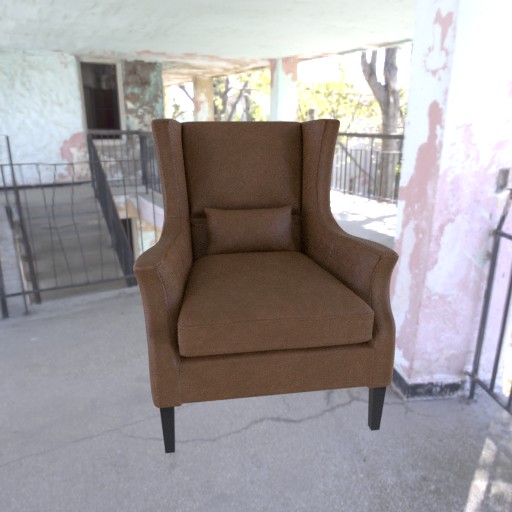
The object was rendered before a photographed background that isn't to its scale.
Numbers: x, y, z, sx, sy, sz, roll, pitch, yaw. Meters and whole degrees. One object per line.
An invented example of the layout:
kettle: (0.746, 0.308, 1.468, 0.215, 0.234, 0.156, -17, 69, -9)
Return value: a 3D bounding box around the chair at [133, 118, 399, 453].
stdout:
chair: (0.000, 0.000, 1.714, 0.852, 1.016, 0.925, -3, 17, -9)
